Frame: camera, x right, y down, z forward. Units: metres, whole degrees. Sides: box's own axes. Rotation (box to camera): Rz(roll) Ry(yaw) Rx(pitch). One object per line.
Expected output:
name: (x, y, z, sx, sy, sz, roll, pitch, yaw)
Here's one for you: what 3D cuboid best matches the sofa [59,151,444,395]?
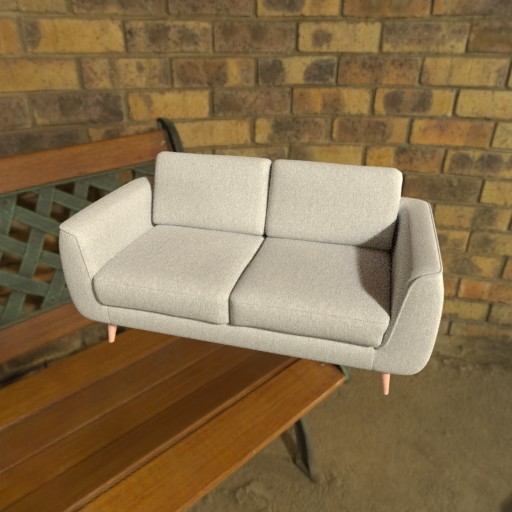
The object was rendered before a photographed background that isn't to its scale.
sofa: (0.000, 0.000, 2.261, 1.700, 0.850, 0.920, 7, 28, 14)
